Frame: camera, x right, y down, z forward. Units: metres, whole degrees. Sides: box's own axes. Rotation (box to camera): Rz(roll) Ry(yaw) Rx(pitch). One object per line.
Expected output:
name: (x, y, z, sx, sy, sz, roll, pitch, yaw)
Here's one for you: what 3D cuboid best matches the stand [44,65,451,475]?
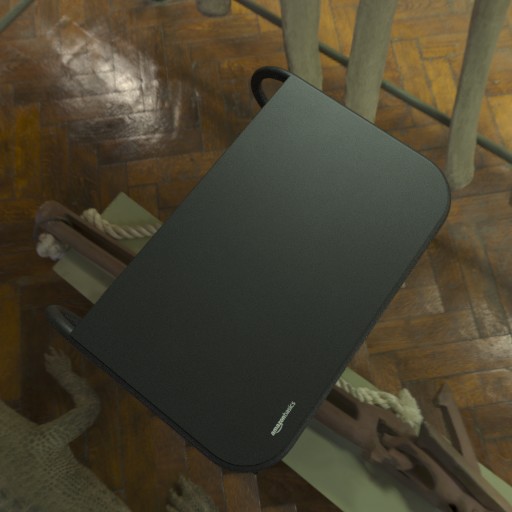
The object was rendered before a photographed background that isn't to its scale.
stand: (0.000, 0.000, 0.490, 0.280, 0.108, 0.370, 36, 78, 9)
